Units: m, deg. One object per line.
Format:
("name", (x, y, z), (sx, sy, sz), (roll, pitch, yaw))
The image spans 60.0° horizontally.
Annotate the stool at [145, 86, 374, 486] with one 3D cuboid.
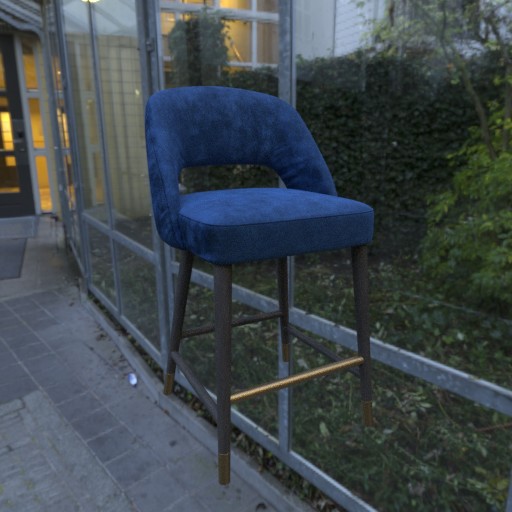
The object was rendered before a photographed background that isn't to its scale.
("stool", (0.000, 0.000, 1.228), (0.536, 0.925, 0.524), (-8, 17, -28))
